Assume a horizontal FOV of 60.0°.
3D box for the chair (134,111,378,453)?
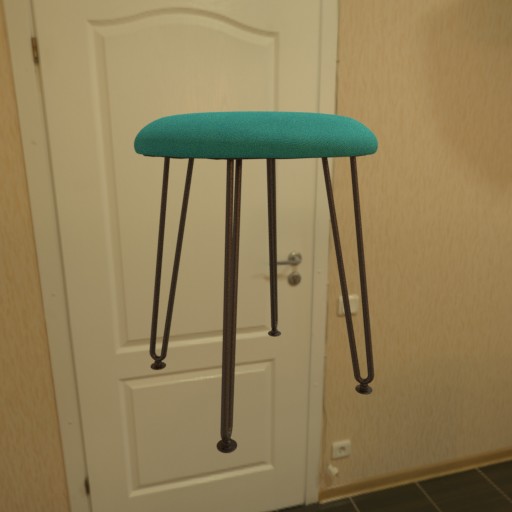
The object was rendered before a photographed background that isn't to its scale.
[{"bbox_3d":[0.000,0.000,0.701,0.350,0.430,0.350,-14,20,-43],"label":"chair"}]
